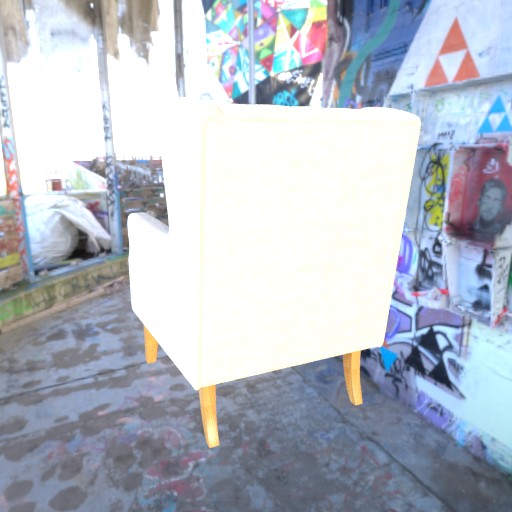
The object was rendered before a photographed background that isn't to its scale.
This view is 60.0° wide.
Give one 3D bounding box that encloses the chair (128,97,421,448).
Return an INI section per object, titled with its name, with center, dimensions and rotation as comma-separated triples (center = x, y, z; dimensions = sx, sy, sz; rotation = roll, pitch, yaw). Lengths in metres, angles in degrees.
[chair]
center = 0.000, 0.000, 1.472
dimensions = 0.710, 0.930, 0.760
rotation = -6, 15, -24
